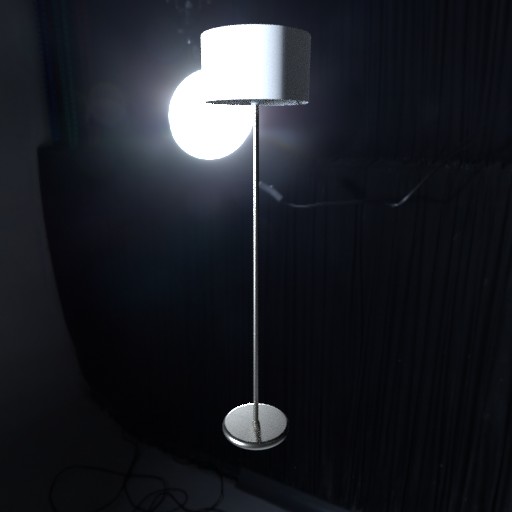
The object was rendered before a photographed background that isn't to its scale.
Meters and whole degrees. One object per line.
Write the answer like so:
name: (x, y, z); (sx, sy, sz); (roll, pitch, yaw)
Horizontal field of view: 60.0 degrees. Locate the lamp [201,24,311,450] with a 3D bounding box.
lamp: (0.000, 0.000, 1.601); (0.347, 1.443, 0.347); (8, 17, 26)
